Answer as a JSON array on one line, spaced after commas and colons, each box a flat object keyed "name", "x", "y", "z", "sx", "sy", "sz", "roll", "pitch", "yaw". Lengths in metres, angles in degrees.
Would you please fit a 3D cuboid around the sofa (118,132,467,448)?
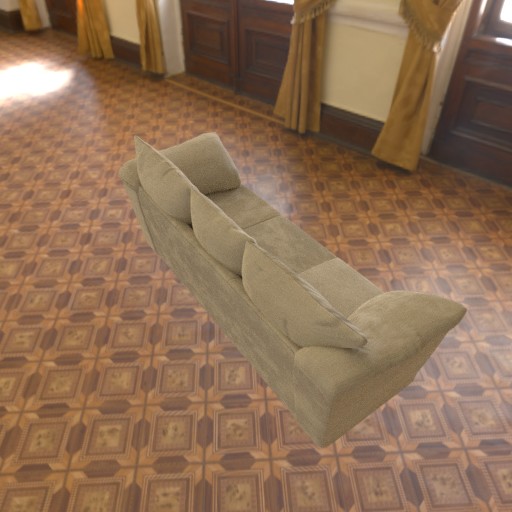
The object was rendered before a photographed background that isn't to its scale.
[{"name": "sofa", "x": 0.000, "y": 0.000, "z": 2.848, "sx": 0.893, "sy": 0.981, "sz": 2.377, "roll": -25, "pitch": 47, "yaw": -26}]
